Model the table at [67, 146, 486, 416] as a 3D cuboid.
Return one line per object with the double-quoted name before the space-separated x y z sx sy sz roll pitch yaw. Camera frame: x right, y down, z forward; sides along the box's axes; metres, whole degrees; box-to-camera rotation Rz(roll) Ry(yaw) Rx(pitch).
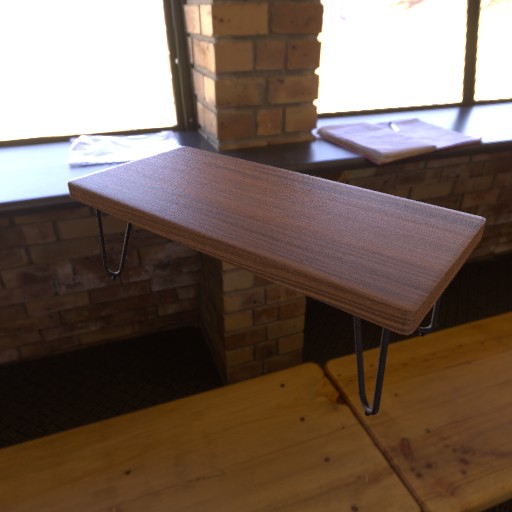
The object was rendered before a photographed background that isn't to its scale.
"table" 0.000 0.000 1.670 1.375 0.468 0.637 21 36 32
